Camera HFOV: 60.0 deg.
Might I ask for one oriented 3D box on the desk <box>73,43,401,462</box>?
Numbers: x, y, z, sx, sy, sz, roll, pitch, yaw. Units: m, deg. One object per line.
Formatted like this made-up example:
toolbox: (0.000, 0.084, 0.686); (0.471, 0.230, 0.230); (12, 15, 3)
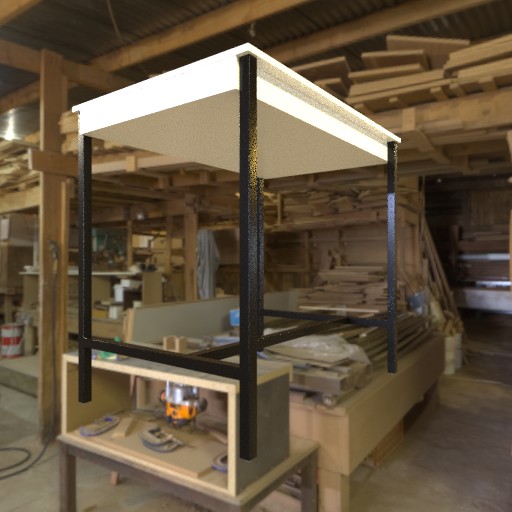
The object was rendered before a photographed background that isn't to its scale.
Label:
desk: (0.000, 0.000, 1.294); (0.573, 0.766, 0.811); (0, 0, 37)
